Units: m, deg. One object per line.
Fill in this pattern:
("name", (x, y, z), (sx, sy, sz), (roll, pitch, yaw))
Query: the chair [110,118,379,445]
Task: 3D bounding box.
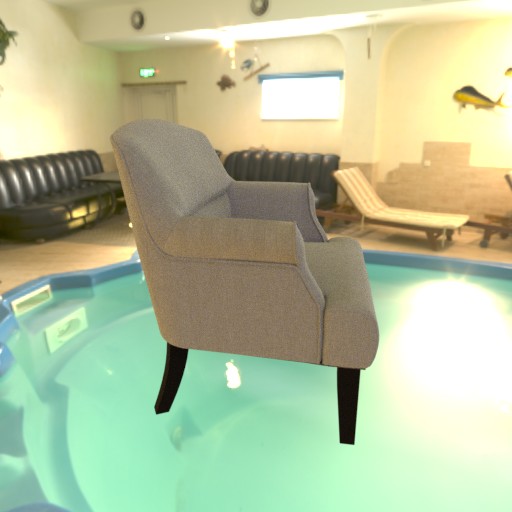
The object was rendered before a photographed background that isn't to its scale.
("chair", (0.000, 0.000, 1.485), (0.755, 0.880, 0.772), (3, 18, 9))
